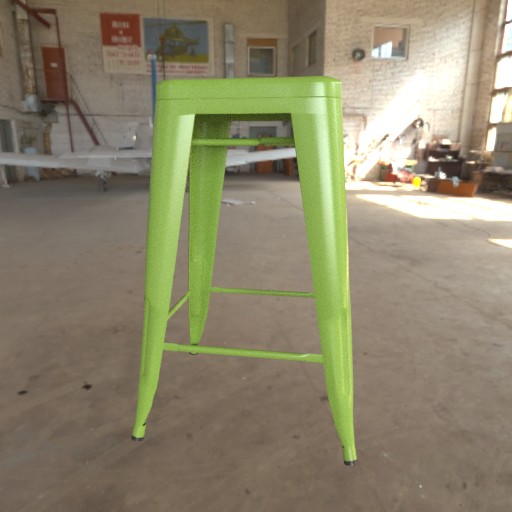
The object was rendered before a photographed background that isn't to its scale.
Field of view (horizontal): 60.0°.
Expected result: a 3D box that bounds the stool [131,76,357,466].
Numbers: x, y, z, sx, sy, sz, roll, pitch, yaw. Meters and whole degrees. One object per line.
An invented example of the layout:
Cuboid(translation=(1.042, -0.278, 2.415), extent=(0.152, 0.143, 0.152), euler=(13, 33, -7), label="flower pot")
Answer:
Cuboid(translation=(0.000, 0.000, 0.850), extent=(0.398, 0.609, 0.358), euler=(2, 15, 9), label="stool")
